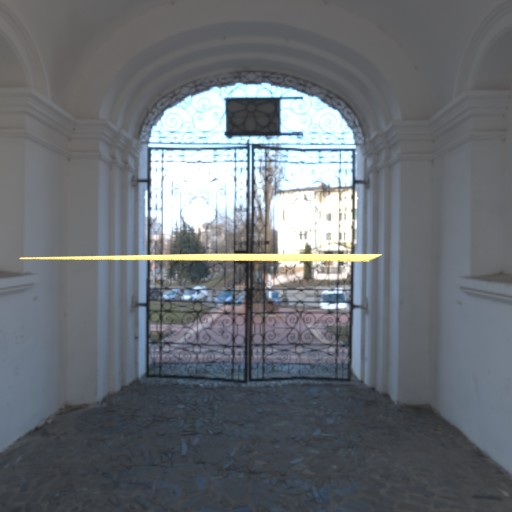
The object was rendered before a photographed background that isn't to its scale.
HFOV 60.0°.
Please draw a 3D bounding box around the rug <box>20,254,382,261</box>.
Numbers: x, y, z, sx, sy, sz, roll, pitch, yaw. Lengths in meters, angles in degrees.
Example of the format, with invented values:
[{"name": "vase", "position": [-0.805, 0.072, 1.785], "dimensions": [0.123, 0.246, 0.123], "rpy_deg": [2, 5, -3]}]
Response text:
[{"name": "rug", "position": [0.000, 0.000, 2.862], "dimensions": [1.524, 0.006, 2.286], "rpy_deg": [0, 1, 17]}]
